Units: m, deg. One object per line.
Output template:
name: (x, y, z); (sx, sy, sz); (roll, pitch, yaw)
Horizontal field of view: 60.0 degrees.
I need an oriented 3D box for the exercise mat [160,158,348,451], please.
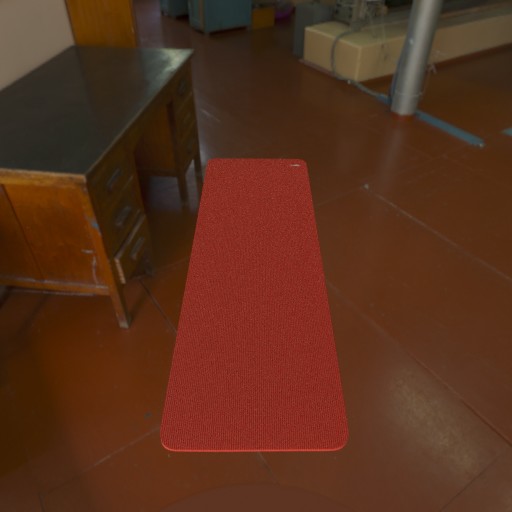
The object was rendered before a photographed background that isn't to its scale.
exercise mat: (0.000, 0.000, 2.104); (0.616, 0.021, 1.869); (0, 41, 0)
